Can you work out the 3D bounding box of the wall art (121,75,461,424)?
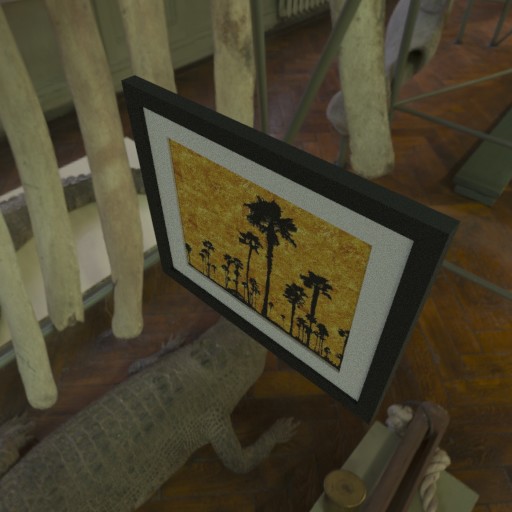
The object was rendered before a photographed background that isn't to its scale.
[{"bbox_3d":[0.000,0.000,0.761,0.561,0.460,0.028,32,53,28],"label":"wall art"}]
